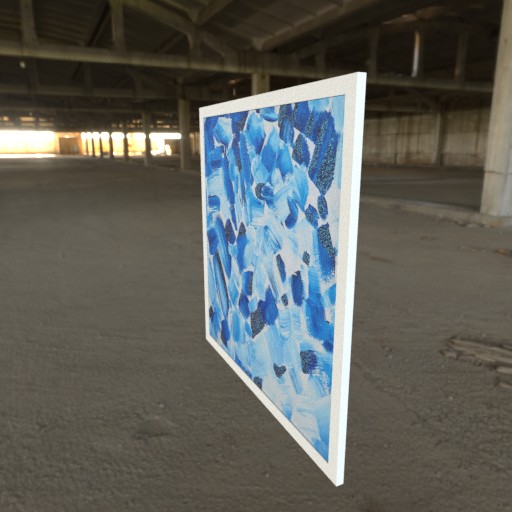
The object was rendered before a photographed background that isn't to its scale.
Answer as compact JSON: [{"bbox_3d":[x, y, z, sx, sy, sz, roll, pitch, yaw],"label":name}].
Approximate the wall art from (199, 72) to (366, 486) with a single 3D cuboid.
[{"bbox_3d":[0.000,0.000,0.968,0.015,0.660,0.660,-7,16,-25],"label":"wall art"}]
